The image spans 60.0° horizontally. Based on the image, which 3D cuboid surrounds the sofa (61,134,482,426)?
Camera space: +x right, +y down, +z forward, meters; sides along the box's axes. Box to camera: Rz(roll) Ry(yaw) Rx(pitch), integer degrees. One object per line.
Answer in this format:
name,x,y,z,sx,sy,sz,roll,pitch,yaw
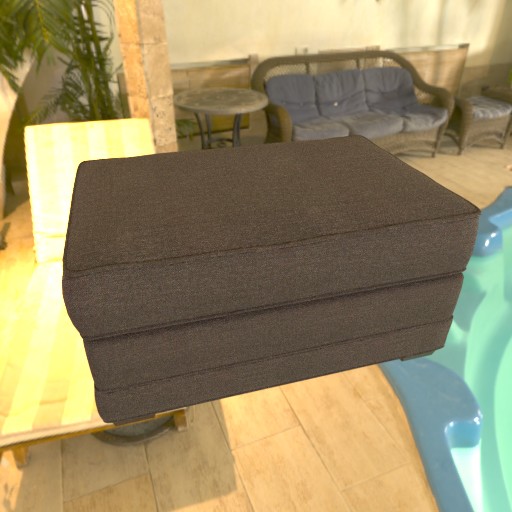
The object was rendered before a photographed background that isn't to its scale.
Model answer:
sofa,0.000,0.000,1.156,0.854,0.457,0.578,-9,33,-13
